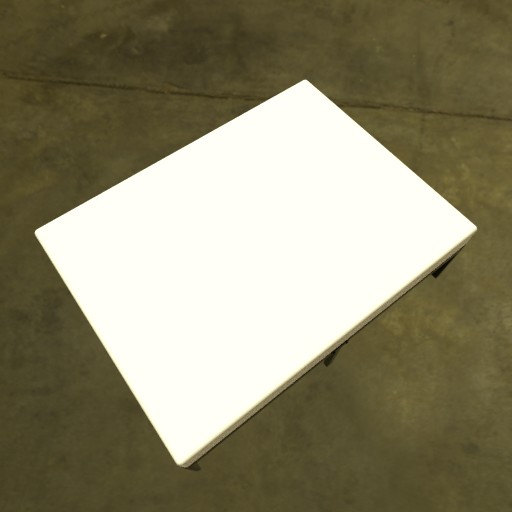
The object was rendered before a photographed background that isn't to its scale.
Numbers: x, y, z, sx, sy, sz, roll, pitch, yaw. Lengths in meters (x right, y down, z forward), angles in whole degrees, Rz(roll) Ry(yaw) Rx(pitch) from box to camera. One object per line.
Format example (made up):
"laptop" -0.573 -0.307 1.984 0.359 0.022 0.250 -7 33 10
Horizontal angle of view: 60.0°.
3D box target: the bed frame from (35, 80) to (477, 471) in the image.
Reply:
"bed frame" 0.000 0.000 2.816 2.072 0.659 1.557 -34 68 -16
